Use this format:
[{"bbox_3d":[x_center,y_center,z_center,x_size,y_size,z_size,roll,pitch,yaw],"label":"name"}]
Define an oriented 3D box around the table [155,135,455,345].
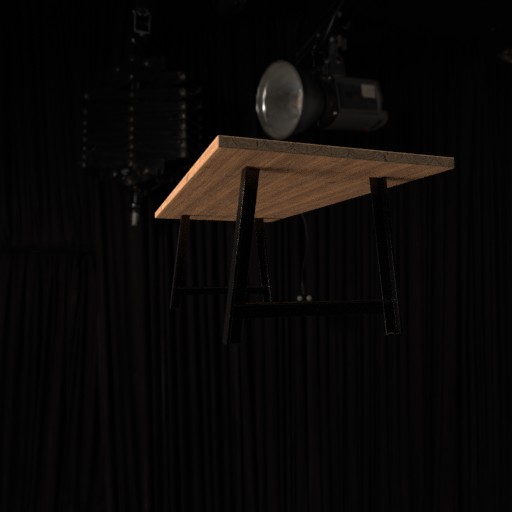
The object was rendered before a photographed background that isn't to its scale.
[{"bbox_3d":[0.000,0.000,2.700,1.000,0.757,2.200,1,-2,-18],"label":"table"}]
